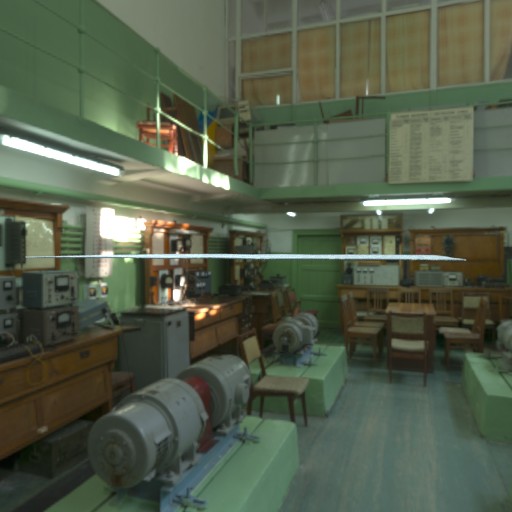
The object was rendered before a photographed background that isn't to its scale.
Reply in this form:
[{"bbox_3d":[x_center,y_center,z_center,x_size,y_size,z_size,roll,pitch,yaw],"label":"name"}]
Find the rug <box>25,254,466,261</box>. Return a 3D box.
[{"bbox_3d":[0.000,0.000,2.200,1.754,0.010,1.148,0,1,17],"label":"rug"}]
